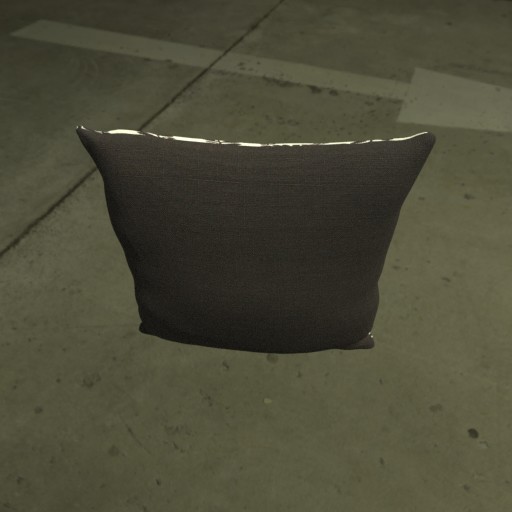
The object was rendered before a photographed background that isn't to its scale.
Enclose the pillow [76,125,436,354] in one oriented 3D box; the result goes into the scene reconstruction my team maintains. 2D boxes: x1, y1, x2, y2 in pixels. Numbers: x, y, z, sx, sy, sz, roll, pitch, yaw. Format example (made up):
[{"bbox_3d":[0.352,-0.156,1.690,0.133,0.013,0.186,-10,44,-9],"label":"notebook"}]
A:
[{"bbox_3d":[0.000,0.000,0.680,0.440,0.441,0.182,3,46,3],"label":"pillow"}]
